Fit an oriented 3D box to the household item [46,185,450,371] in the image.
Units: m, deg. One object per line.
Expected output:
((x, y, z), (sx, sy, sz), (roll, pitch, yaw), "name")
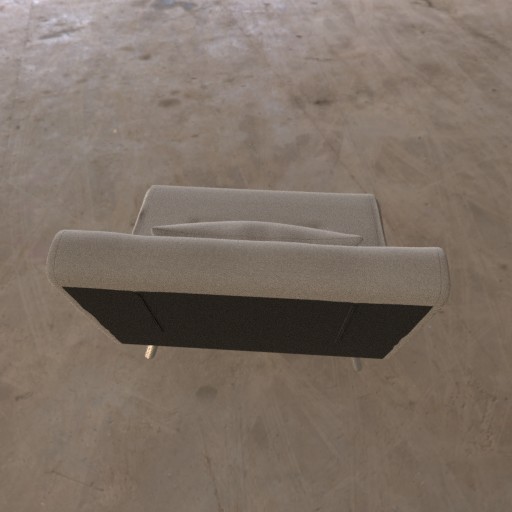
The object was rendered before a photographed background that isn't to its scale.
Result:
((0.000, 0.000, 1.609), (1.000, 0.800, 0.874), (3, 46, 3), "household item")
